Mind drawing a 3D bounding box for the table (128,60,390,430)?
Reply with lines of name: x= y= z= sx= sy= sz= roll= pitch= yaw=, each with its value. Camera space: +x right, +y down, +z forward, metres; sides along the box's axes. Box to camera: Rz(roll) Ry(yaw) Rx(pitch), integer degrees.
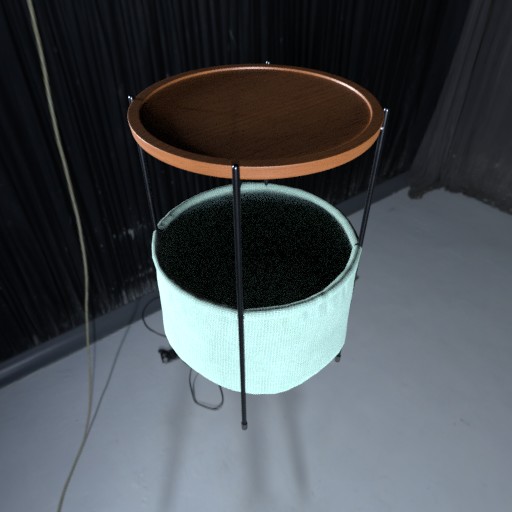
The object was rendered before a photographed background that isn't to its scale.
table: x=0.000 y=0.000 z=0.882 sx=0.400 sy=0.623 sz=0.400 roll=-27 pitch=48 yaw=-28
